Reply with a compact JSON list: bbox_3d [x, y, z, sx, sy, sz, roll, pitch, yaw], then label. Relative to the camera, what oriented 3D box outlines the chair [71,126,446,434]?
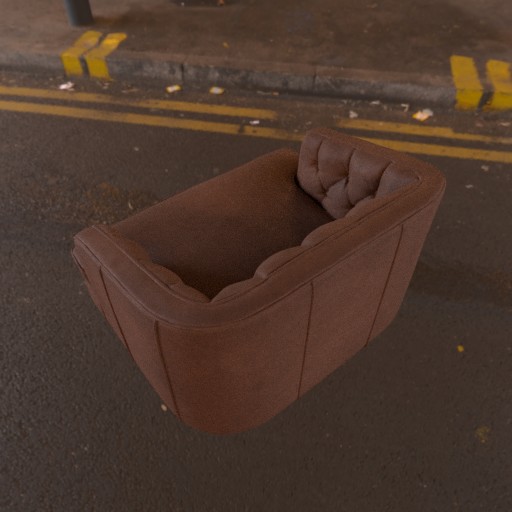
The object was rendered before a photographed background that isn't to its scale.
[{"bbox_3d":[0.000,0.000,1.685,1.118,0.787,0.914,-30,53,-26],"label":"chair"}]
